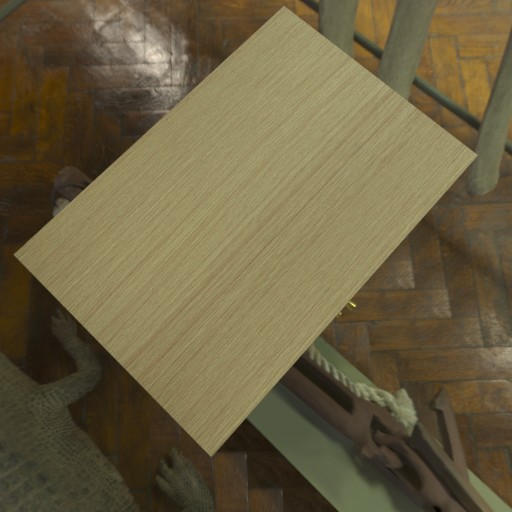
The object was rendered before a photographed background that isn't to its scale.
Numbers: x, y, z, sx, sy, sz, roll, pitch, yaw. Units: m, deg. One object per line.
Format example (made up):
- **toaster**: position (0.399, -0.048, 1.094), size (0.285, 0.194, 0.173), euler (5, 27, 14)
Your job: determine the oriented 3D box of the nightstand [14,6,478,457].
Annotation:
- **nightstand**: position (0.000, 0.000, 0.940), size (0.407, 0.610, 0.571), euler (42, 80, 9)
